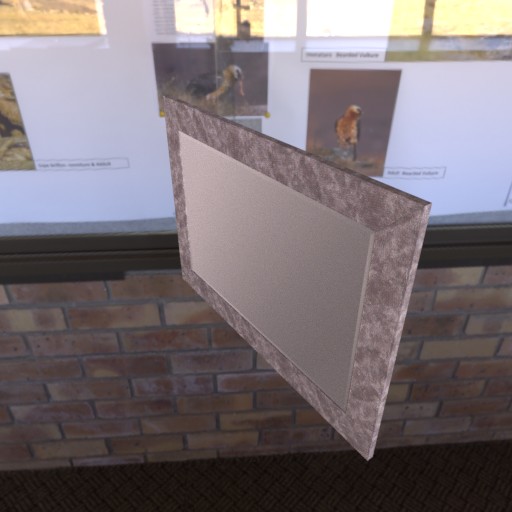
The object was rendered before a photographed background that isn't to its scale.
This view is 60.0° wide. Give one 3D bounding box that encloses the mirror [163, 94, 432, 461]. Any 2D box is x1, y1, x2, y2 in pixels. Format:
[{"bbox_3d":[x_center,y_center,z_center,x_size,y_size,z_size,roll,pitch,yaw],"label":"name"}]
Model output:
[{"bbox_3d":[0.000,0.000,1.419,0.022,0.795,1.101,-21,38,-30],"label":"mirror"}]
